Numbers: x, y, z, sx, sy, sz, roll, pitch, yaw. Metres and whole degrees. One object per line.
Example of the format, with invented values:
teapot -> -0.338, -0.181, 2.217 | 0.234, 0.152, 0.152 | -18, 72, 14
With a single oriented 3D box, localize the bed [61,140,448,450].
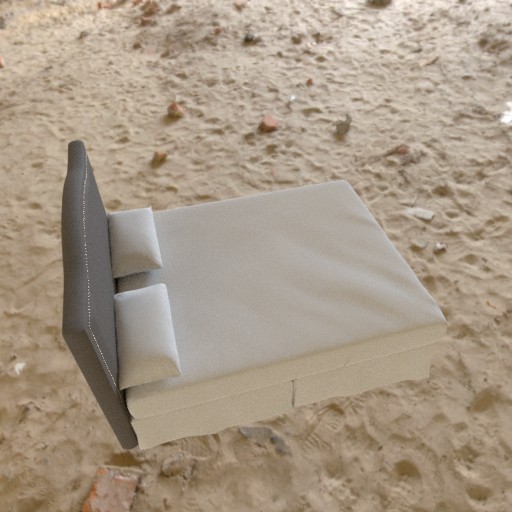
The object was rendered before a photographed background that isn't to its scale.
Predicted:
bed -> 0.000, 0.000, 3.218 | 2.282, 1.436, 1.821 | -11, 47, -11
